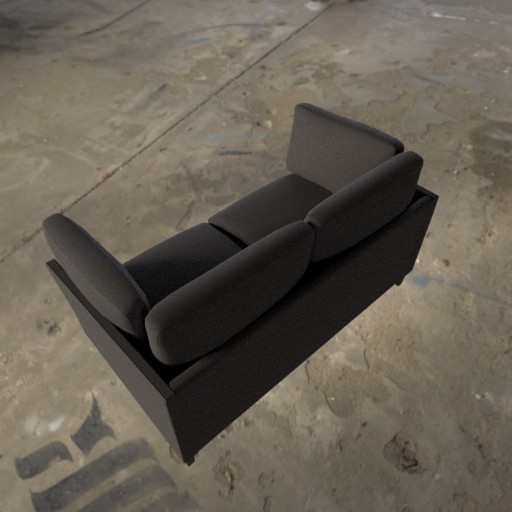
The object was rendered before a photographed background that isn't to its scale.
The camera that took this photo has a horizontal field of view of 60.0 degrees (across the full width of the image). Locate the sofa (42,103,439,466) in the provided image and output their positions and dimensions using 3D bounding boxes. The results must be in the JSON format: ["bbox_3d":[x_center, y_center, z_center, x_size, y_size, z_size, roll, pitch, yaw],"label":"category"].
[{"bbox_3d":[0.000,0.000,2.313,1.751,0.920,0.969,-33,54,-28],"label":"sofa"}]
